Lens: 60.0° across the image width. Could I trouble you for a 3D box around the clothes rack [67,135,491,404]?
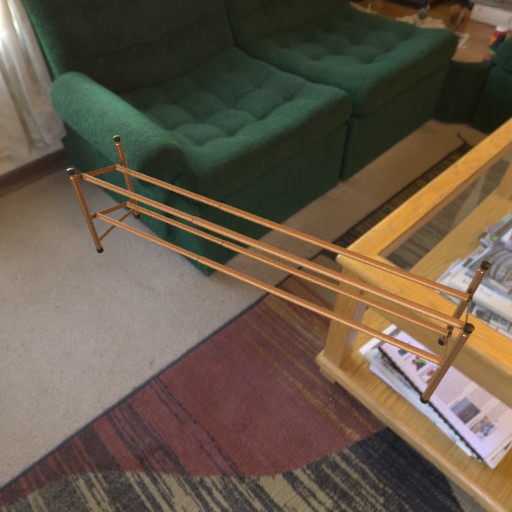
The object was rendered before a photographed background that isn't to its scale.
[{"bbox_3d":[0.000,0.000,1.313,1.168,0.349,0.229,22,51,19],"label":"clothes rack"}]
